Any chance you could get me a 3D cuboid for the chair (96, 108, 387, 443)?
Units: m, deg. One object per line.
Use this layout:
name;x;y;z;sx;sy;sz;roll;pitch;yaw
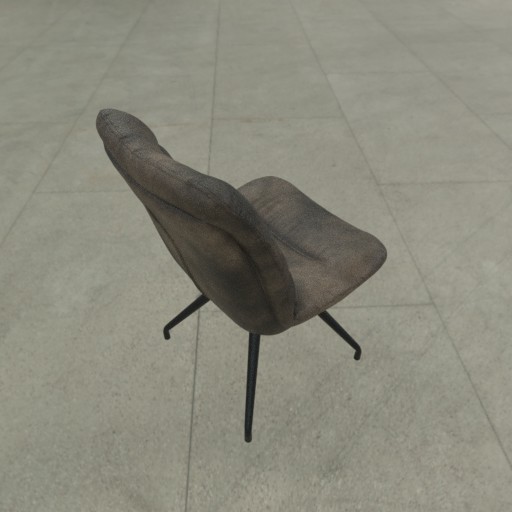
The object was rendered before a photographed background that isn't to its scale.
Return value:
chair;0.000;0.000;1.260;0.622;0.870;0.549;-27;48;-28
